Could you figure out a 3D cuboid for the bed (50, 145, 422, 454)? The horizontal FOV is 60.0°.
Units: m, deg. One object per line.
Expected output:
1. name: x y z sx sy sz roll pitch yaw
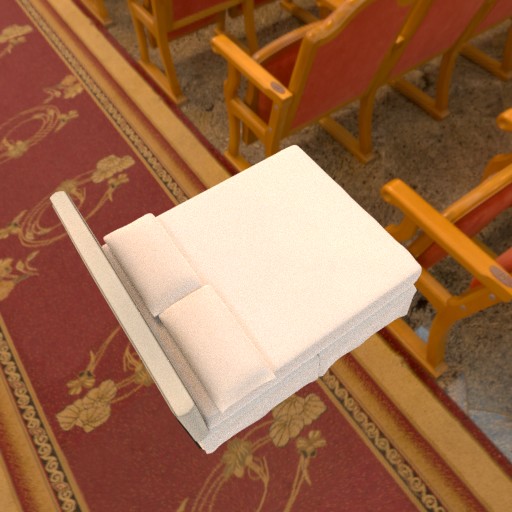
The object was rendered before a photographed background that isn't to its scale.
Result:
1. bed: 0.000 0.000 3.415 2.180 1.607 1.813 -31 64 -17
